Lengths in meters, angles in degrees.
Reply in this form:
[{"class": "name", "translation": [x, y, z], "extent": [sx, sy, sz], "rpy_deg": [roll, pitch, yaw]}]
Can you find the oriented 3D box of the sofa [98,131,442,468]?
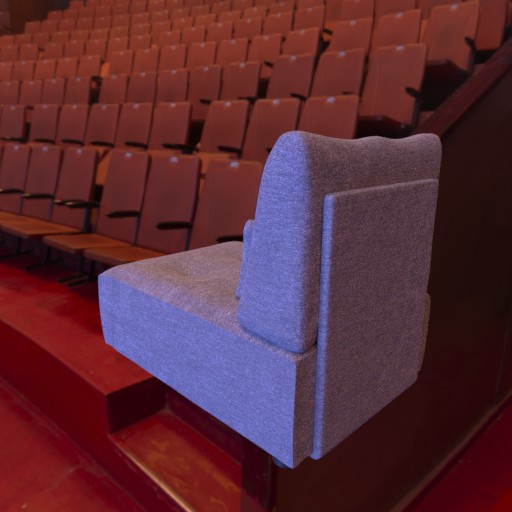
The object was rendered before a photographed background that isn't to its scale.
[{"class": "sofa", "translation": [0.000, 0.000, 1.533], "extent": [0.700, 0.820, 1.000], "rpy_deg": [-14, 21, -43]}]
